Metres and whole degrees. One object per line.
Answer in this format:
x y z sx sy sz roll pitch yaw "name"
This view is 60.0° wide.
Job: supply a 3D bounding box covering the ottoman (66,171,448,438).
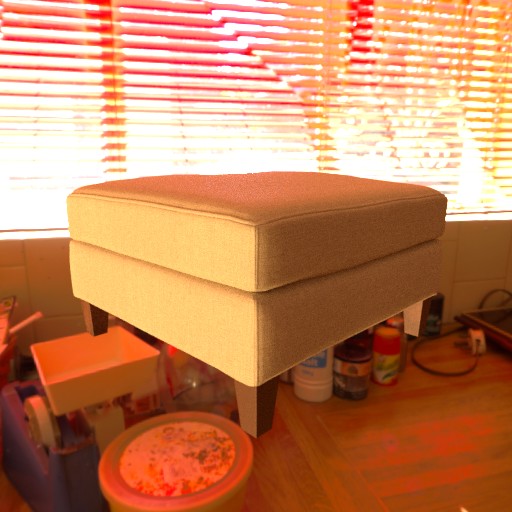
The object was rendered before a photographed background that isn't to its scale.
0.000 0.000 1.364 0.838 0.503 0.838 13 18 43 "ottoman"
